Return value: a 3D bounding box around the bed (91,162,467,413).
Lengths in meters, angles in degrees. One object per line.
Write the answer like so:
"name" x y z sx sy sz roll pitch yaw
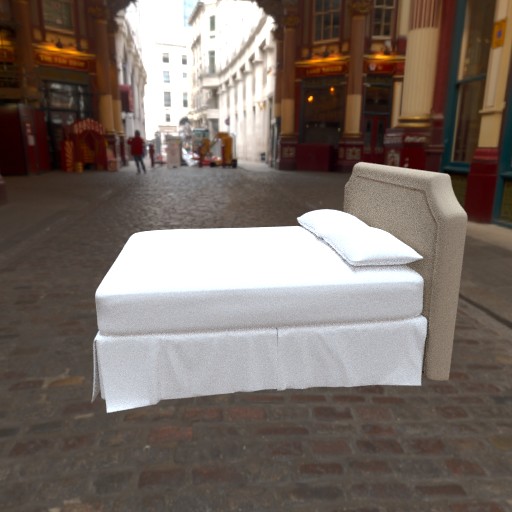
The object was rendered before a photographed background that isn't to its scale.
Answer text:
"bed" 0.000 0.000 3.332 2.204 1.301 1.828 -2 15 -8
